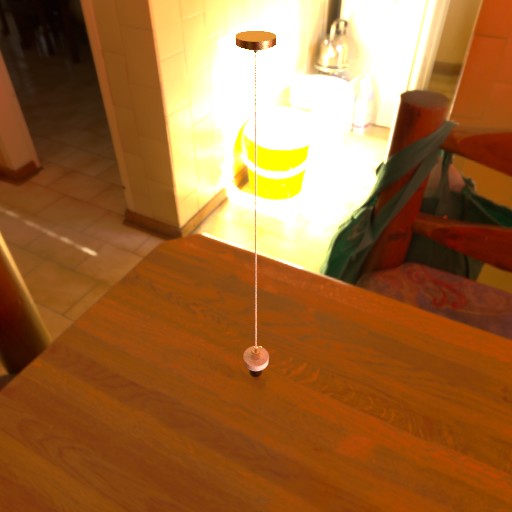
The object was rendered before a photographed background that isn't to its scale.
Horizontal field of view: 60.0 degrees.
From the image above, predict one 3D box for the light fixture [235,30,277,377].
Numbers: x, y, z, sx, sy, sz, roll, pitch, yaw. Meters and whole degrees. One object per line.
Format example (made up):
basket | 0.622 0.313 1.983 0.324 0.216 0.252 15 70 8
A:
light fixture | 0.000 0.000 1.813 0.129 1.669 0.129 -2 41 -2
